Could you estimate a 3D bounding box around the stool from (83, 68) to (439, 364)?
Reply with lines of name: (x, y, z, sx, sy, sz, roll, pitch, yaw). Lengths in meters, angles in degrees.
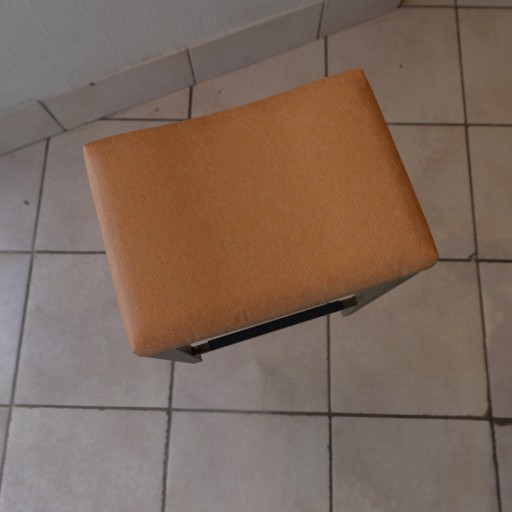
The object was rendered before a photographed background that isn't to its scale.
stool: (0.000, 0.000, 1.019, 0.500, 0.759, 0.361, -17, 78, -4)
